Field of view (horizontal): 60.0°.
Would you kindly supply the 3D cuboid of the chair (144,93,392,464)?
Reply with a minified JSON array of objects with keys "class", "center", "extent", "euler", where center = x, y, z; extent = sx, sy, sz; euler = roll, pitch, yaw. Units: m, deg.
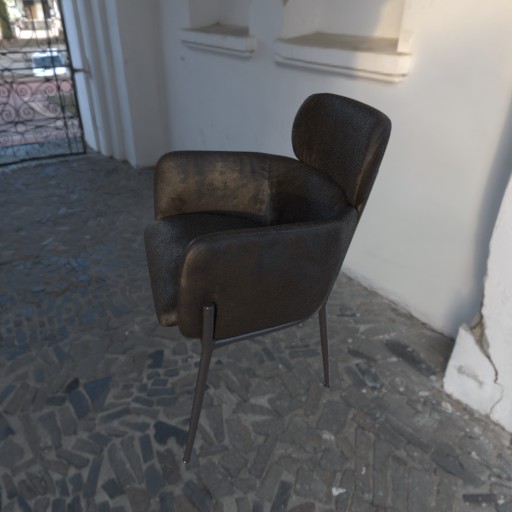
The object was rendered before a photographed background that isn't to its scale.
[{"class":"chair","center":[0.000,0.000,1.272],"extent":[0.604,0.818,0.640],"euler":[-8,31,-14]}]
